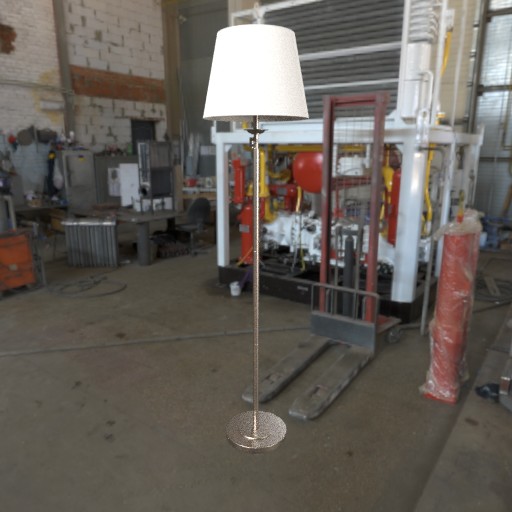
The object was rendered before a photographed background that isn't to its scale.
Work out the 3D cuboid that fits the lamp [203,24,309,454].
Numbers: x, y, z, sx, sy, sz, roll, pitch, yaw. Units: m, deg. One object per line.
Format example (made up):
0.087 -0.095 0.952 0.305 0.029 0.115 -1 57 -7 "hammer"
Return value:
0.000 0.000 1.609 0.355 1.473 0.355 0 14 0 "lamp"
